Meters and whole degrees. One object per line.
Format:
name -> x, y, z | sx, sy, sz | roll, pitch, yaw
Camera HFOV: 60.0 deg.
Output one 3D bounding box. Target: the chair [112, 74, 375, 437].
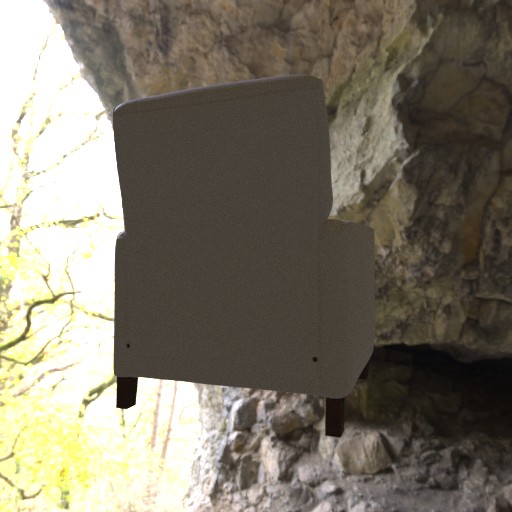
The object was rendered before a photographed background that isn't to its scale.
chair -> 0.000, 0.000, 1.682 | 0.841, 1.028, 0.858 | 0, -1, 20
